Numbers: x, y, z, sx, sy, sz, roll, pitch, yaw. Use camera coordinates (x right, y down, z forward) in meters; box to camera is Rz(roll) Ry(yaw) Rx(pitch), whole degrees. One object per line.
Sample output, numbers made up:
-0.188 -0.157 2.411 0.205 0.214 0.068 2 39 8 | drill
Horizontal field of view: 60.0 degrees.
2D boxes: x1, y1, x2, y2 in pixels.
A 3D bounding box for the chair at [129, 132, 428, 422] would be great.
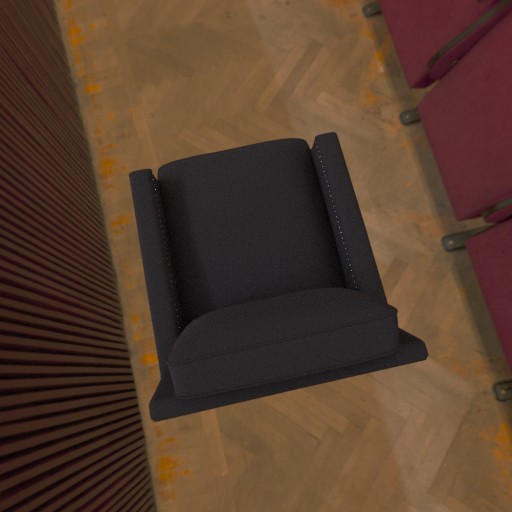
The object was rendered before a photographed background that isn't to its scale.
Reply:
0.000 0.000 1.745 0.853 0.943 1.014 -12 76 -3 | chair
